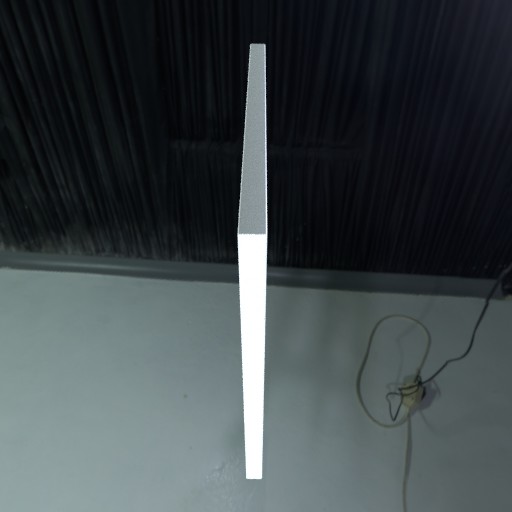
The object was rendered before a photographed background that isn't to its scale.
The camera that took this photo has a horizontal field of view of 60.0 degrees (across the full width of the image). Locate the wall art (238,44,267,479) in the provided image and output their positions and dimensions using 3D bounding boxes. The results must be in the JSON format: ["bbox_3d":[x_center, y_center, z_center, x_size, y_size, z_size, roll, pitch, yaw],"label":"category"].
[{"bbox_3d":[0.000,0.000,1.452,0.049,1.009,1.009,0,42,1],"label":"wall art"}]
